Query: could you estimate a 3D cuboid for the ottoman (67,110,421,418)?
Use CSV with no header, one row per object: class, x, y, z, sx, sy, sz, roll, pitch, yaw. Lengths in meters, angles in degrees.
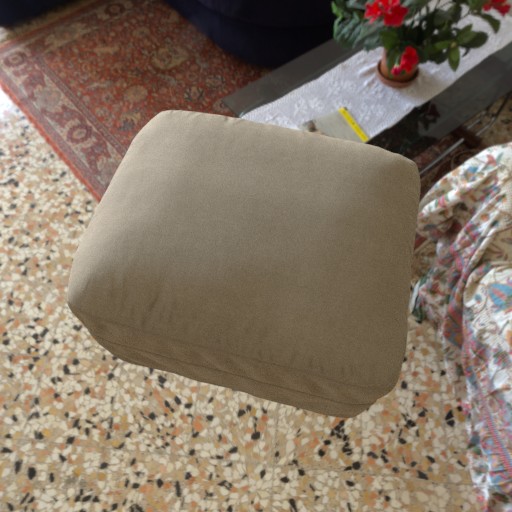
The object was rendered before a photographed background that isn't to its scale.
ottoman,0.000,0.000,1.074,0.712,0.480,0.584,13,63,7
